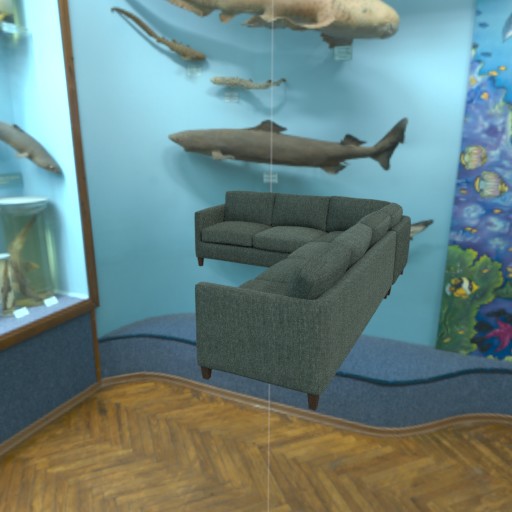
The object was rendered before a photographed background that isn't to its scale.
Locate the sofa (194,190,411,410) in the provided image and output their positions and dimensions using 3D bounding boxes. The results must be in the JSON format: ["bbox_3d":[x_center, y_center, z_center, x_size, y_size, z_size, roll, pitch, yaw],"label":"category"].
[{"bbox_3d":[0.000,0.000,4.574,2.593,0.947,3.302,8,17,26],"label":"sofa"}]
